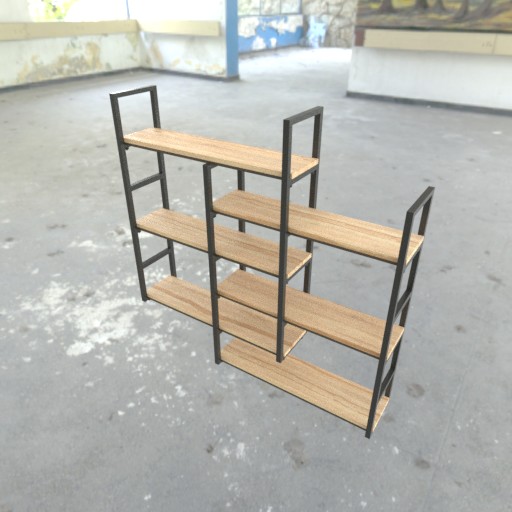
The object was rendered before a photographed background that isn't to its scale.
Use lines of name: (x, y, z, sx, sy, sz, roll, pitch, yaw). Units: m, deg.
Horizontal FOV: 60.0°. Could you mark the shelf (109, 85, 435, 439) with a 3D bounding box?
shelf: (0.000, 0.000, 1.408, 0.946, 0.921, 0.183, 18, 35, 28)
